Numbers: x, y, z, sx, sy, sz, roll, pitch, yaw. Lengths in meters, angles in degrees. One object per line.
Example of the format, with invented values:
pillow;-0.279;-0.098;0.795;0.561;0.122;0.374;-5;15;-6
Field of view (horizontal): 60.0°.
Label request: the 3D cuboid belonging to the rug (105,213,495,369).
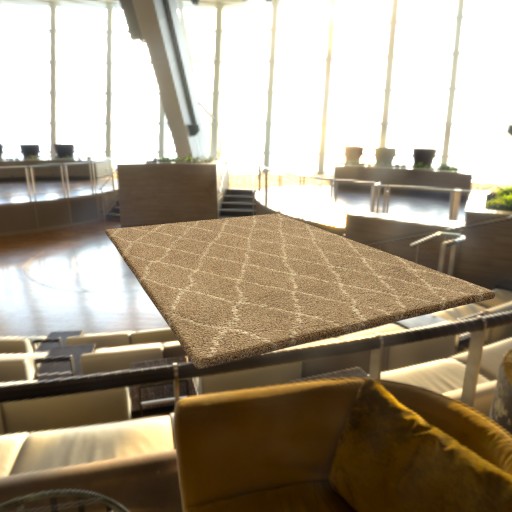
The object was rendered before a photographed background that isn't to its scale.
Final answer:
rug;0.000;0.000;2.231;1.219;0.030;1.778;-8;18;-25
